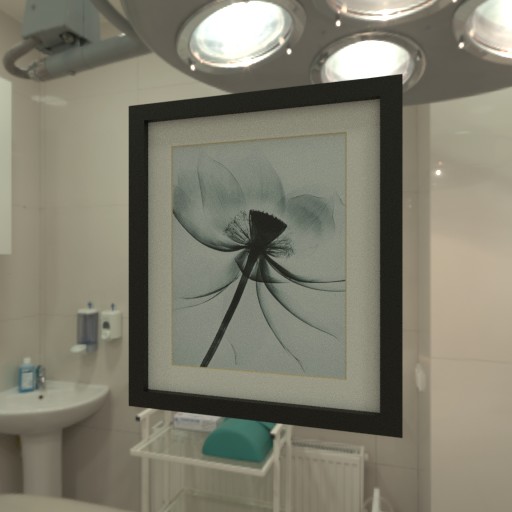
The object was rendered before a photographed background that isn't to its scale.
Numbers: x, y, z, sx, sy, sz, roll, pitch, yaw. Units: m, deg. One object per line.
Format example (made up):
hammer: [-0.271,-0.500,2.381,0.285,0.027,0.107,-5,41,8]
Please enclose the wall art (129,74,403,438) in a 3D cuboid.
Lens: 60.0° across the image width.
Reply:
wall art: [0.000,0.000,0.527,0.330,0.381,0.029,0,0,18]
